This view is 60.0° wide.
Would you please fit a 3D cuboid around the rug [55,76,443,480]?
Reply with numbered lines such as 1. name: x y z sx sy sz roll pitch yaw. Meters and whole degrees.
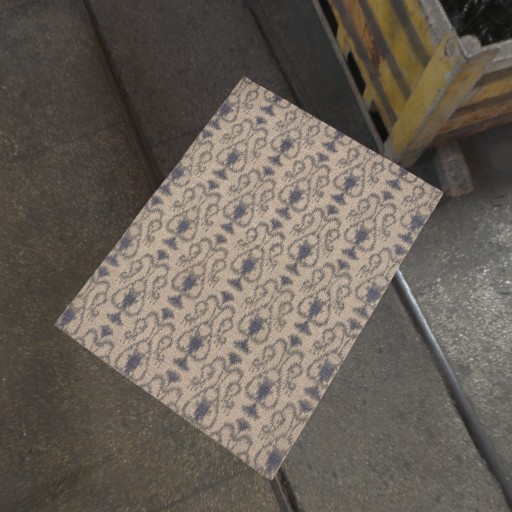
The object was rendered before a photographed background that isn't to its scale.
1. rug: 0.000 0.000 4.315 2.437 0.015 3.205 33 78 8
